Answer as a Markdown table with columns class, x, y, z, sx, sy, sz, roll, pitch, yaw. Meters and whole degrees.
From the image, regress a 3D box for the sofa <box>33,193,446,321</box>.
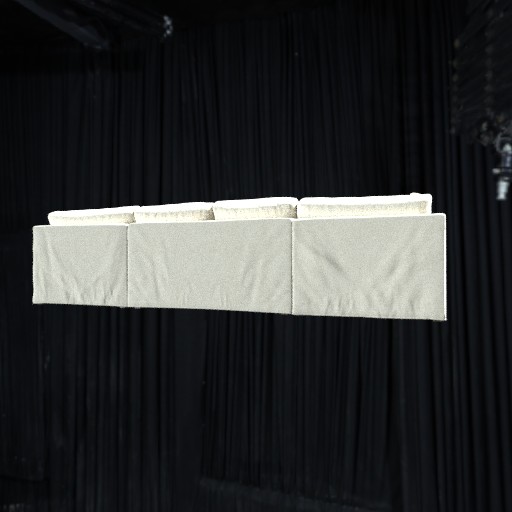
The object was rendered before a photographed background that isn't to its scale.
| class | x | y | z | sx | sy | sz | roll | pitch | yaw |
| --- | --- | --- | --- | --- | --- | --- | --- | --- | --- |
| sofa | 0.000 | 0.000 | 4.542 | 3.460 | 0.882 | 2.427 | 0 | 0 | 20 |
